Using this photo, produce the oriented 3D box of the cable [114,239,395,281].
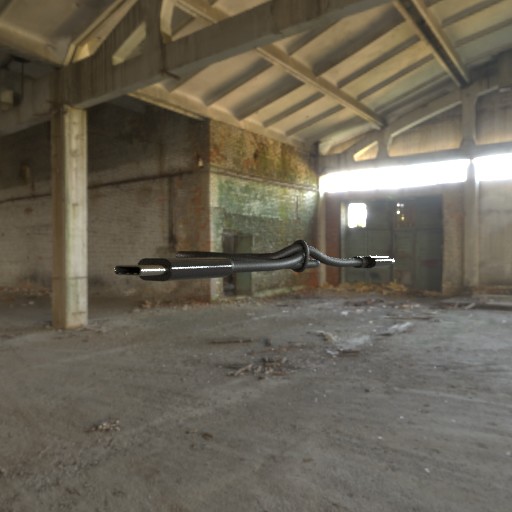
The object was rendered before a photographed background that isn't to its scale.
[{"bbox_3d":[0.000,0.000,0.205,0.070,0.014,0.186,0,0,36],"label":"cable"}]
